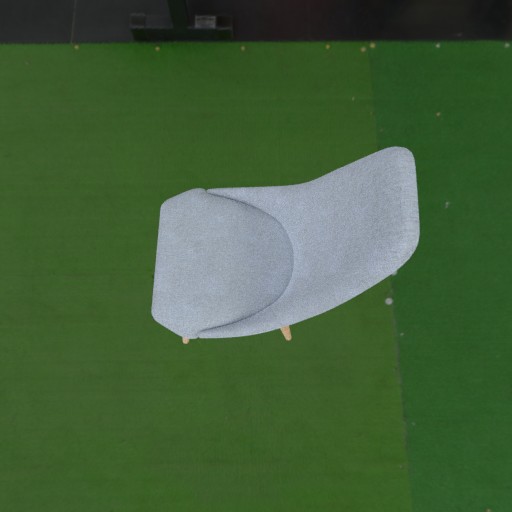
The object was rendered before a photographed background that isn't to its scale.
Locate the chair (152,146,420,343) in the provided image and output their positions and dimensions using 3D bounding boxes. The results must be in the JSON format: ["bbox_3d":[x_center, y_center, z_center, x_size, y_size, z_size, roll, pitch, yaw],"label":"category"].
[{"bbox_3d":[0.000,0.000,1.398,0.660,1.040,0.510,2,75,0],"label":"chair"}]
